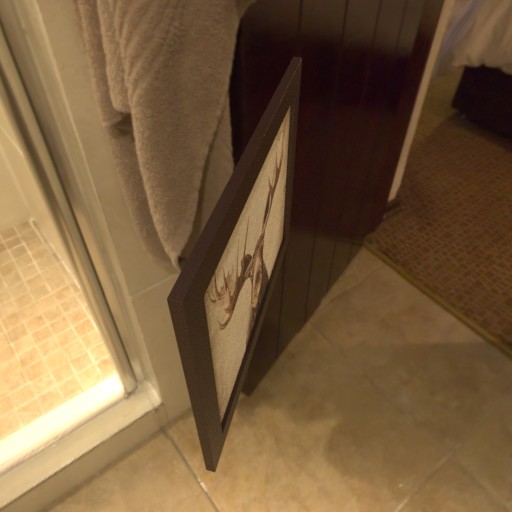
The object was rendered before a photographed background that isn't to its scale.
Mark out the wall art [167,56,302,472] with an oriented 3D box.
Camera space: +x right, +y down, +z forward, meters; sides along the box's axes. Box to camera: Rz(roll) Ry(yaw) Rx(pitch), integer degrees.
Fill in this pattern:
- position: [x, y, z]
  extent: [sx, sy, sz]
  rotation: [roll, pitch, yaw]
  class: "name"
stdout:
- position: [0.000, 0.000, 1.607]
  extent: [0.034, 0.952, 1.207]
  rotation: [11, 47, 10]
  class: "wall art"
